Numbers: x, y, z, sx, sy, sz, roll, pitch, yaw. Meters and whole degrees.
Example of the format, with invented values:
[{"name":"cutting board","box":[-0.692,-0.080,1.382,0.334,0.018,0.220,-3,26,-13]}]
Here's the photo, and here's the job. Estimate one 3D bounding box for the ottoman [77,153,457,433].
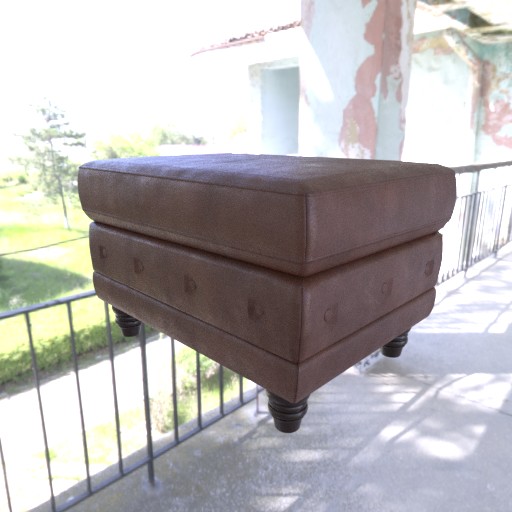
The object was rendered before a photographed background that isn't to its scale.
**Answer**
[{"name":"ottoman","box":[0.000,0.000,1.173,0.795,0.509,0.588,15,21,42]}]
